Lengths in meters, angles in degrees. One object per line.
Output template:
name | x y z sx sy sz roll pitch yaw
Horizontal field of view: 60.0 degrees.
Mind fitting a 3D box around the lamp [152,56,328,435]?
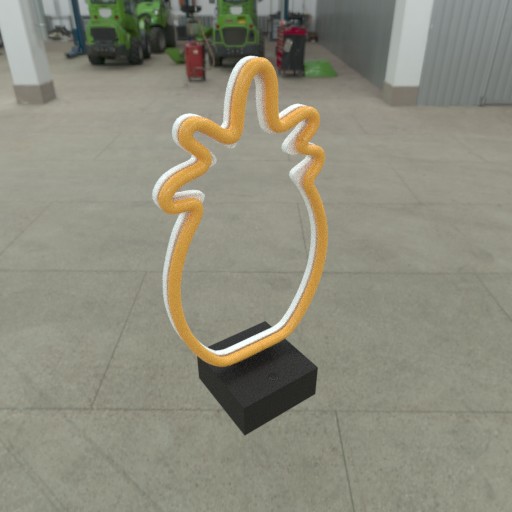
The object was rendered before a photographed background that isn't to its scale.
lamp | 0.000 0.000 0.385 0.167 0.317 0.088 -20 36 -30
